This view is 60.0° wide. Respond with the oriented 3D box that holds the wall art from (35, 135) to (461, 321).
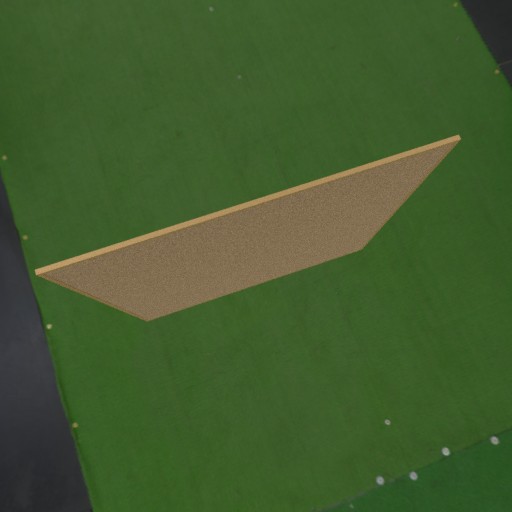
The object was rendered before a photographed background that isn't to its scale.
[{"bbox_3d":[0.000,0.000,1.418,0.962,0.959,0.013,-18,77,-4],"label":"wall art"}]
